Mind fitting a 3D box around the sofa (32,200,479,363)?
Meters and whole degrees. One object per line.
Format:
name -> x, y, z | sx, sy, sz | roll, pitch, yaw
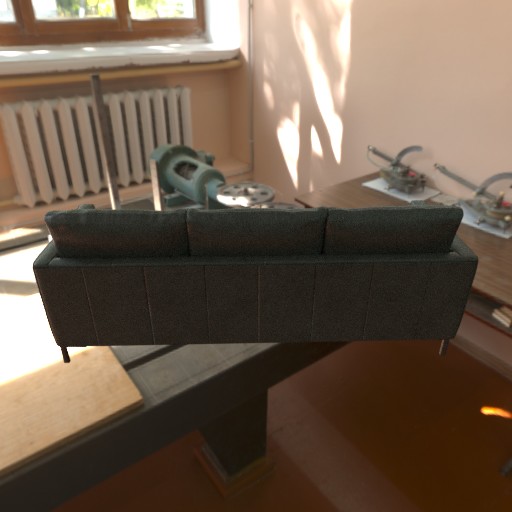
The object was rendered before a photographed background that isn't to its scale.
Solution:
sofa -> 0.000, 0.000, 2.371 | 2.029, 0.805, 0.748 | -1, 29, -1
